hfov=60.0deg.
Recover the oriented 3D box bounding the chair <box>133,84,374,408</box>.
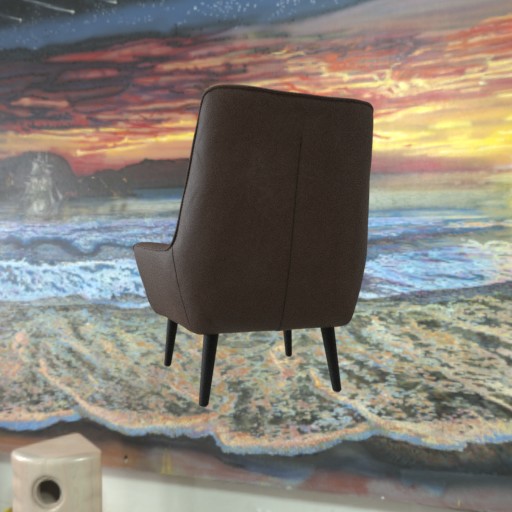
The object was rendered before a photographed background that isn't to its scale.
[{"bbox_3d":[0.000,0.000,1.542,0.787,0.888,0.824,0,0,-18],"label":"chair"}]
